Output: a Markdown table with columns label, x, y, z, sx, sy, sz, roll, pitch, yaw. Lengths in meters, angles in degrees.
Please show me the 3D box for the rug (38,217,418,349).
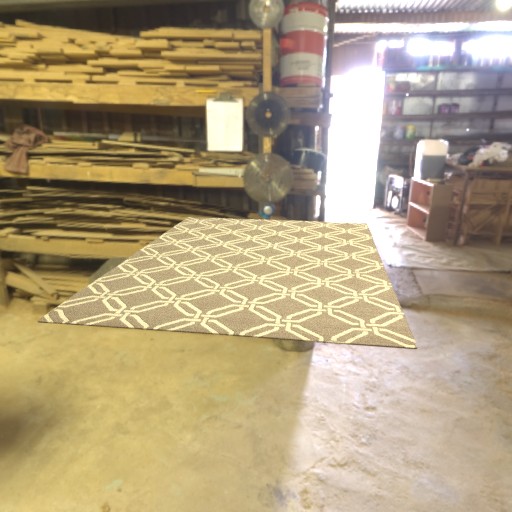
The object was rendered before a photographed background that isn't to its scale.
| label | x | y | z | sx | sy | sz | roll | pitch | yaw |
| --- | --- | --- | --- | --- | --- | --- | --- | --- | --- |
| rug | 0.000 | 0.000 | 4.388 | 2.441 | 0.020 | 3.419 | 2 | 17 | 8 |
